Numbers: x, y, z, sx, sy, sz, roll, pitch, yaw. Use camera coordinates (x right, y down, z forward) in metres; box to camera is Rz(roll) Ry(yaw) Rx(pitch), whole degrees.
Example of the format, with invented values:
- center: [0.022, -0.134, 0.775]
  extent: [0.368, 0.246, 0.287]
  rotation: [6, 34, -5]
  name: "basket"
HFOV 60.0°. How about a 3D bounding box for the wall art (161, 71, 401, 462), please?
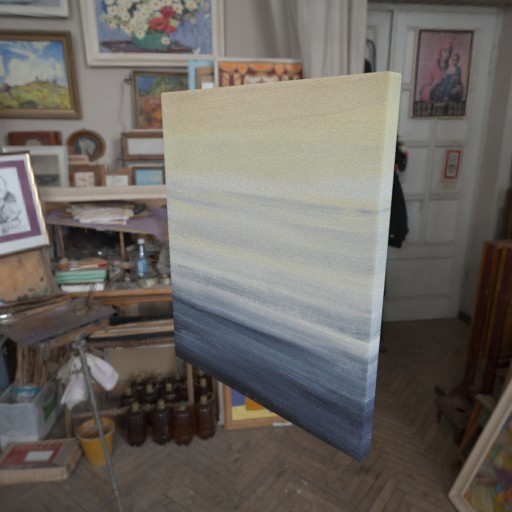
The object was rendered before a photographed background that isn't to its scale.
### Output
- center: [0.000, 0.000, 0.983]
  extent: [0.608, 0.710, 0.041]
  rotation: [15, 22, 42]
  name: "wall art"
